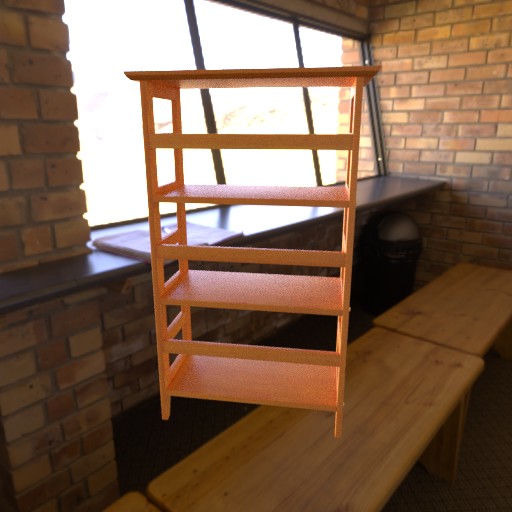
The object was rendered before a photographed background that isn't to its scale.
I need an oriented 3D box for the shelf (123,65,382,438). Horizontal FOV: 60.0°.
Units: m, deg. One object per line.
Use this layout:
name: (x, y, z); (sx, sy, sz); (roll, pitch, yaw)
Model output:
shelf: (0.000, 0.000, 1.404); (0.660, 1.067, 0.305); (3, 16, 9)
